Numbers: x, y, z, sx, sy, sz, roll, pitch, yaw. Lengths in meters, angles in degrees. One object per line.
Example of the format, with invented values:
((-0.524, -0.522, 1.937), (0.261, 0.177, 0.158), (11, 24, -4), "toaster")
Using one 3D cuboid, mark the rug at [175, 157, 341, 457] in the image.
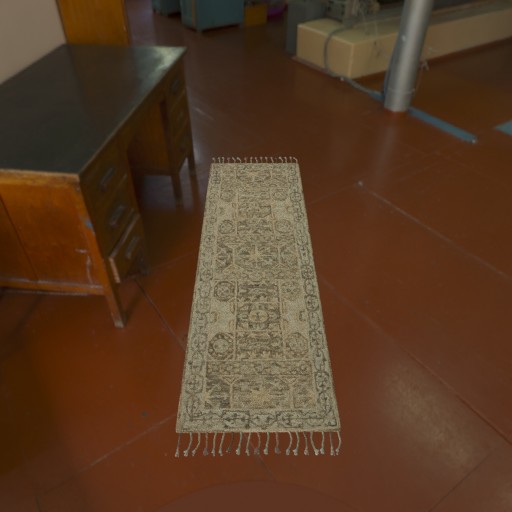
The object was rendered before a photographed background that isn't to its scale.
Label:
((0.000, 0.000, 2.952), (0.762, 0.011, 2.664), (0, 41, 0), "rug")
